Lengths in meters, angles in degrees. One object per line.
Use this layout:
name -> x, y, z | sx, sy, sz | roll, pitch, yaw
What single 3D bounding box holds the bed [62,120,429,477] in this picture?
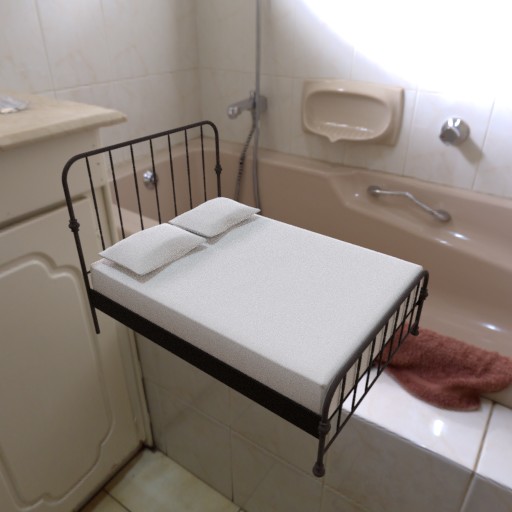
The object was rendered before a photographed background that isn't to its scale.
bed -> 0.000, 0.000, 3.247 | 2.134, 1.446, 1.616 | 20, 35, 32
